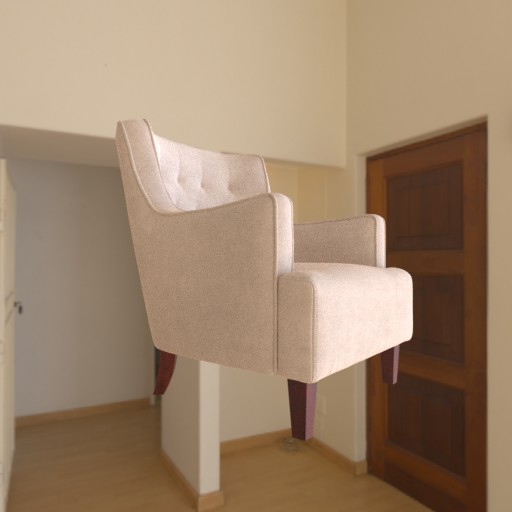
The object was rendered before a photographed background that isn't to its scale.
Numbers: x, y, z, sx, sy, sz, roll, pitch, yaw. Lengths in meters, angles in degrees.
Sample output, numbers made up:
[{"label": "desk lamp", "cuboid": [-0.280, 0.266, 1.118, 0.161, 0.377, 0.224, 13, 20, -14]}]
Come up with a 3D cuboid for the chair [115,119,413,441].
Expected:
[{"label": "chair", "cuboid": [0.000, 0.000, 1.590, 0.910, 0.920, 0.781, 0, -1, 37]}]
